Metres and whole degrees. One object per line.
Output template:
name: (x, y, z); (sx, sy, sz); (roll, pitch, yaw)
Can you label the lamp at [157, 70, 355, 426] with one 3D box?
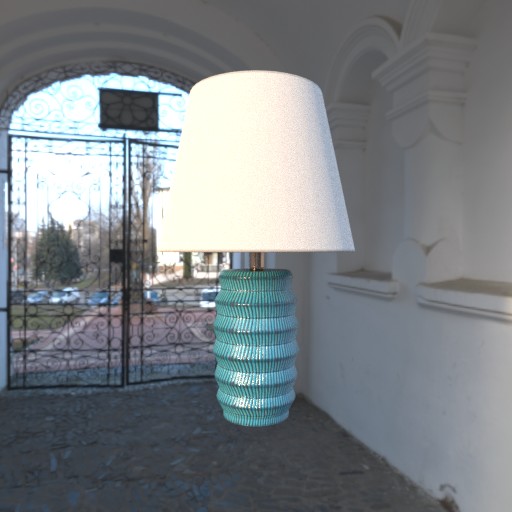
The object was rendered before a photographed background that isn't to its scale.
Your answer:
lamp: (0.000, 0.000, 0.814); (0.355, 0.582, 0.355); (0, 1, 0)
